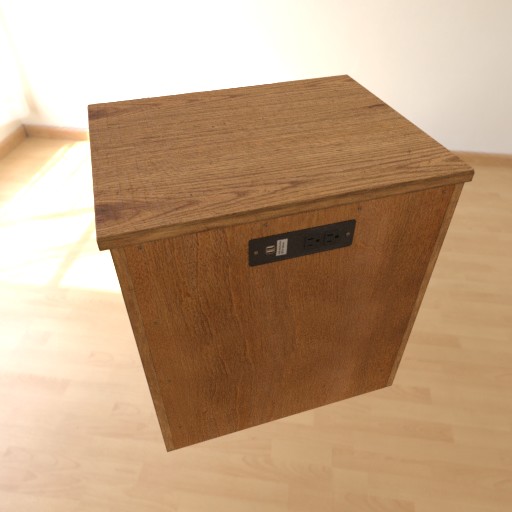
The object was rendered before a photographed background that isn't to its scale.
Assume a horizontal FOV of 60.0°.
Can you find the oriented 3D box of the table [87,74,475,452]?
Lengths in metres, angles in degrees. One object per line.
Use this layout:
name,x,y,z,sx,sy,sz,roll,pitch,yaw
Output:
table,0.000,0.000,1.038,0.601,0.625,0.494,-12,42,-13
